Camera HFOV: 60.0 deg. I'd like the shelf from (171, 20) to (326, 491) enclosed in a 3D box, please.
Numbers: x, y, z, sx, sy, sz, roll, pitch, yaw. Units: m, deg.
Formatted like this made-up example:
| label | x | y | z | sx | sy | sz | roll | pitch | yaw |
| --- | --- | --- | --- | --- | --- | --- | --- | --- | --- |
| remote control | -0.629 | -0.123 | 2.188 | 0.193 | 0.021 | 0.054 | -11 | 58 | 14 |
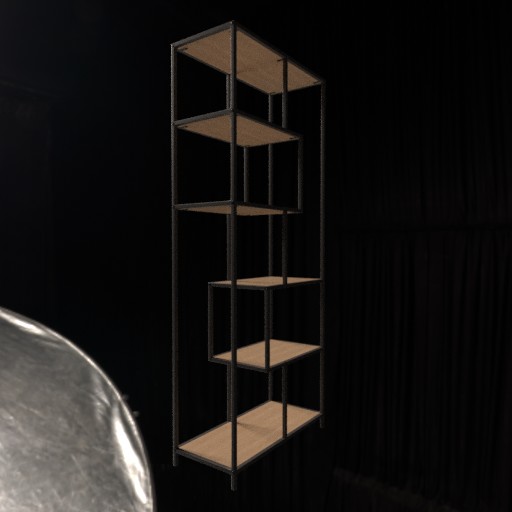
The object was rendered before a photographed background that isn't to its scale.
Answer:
| label | x | y | z | sx | sy | sz | roll | pitch | yaw |
| --- | --- | --- | --- | --- | --- | --- | --- | --- | --- |
| shelf | 0.000 | 0.000 | 2.153 | 0.350 | 1.850 | 0.770 | 1 | 2 | 36 |
